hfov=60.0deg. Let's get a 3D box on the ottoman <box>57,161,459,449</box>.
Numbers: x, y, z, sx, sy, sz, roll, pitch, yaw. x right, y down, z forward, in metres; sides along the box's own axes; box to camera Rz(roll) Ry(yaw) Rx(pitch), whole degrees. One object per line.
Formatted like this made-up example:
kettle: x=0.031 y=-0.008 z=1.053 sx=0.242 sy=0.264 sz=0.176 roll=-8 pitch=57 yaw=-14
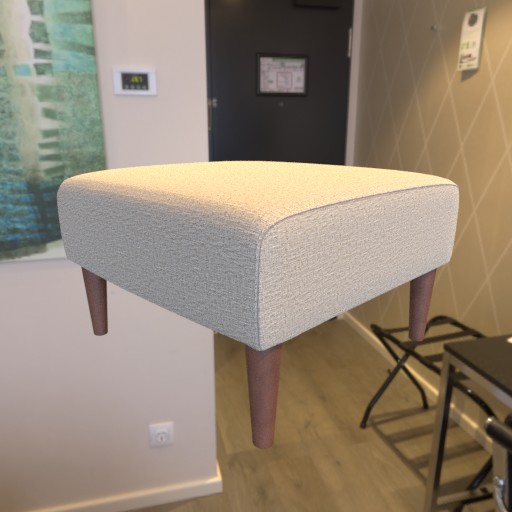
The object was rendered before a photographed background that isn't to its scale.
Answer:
ottoman: x=0.000 y=0.000 z=1.008 sx=0.649 sy=0.398 sz=0.650 roll=-15 pitch=22 yaw=-43
